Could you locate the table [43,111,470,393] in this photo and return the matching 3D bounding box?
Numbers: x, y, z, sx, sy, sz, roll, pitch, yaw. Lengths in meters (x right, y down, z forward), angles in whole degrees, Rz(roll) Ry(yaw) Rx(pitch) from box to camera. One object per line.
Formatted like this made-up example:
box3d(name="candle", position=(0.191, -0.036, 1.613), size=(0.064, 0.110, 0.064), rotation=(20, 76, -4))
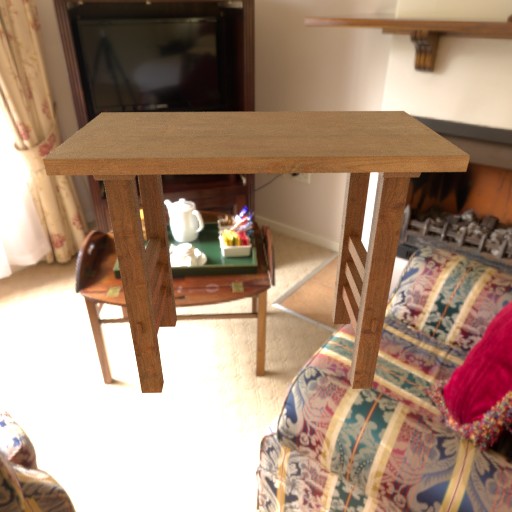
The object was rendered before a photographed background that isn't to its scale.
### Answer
box3d(name="table", position=(0.000, 0.000, 1.627), size=(1.119, 0.914, 0.556), rotation=(-1, 30, -1))
